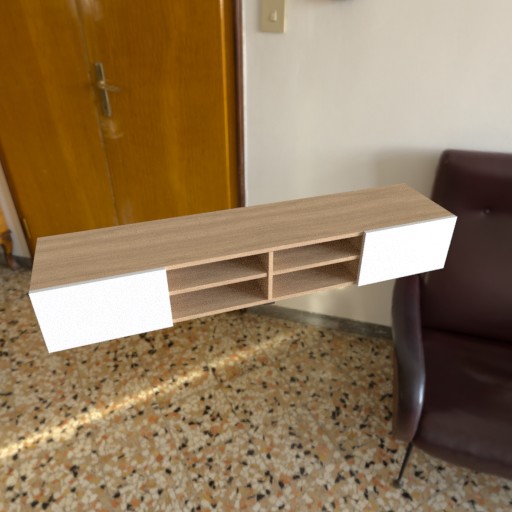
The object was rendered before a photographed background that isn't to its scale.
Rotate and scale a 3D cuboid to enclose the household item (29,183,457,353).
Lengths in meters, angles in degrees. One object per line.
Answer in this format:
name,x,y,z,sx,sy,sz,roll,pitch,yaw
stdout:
household item,0.000,0.000,2.078,1.850,0.310,0.420,-10,34,-16
